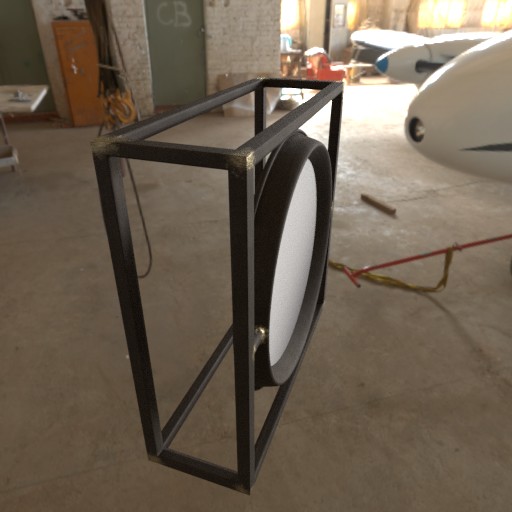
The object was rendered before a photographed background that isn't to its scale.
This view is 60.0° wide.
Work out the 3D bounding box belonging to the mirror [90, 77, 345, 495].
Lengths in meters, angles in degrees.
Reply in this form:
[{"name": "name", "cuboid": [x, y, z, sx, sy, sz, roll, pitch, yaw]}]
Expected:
[{"name": "mirror", "cuboid": [0.000, 0.000, 0.456, 0.107, 0.303, 0.306, 10, 31, 17]}]
